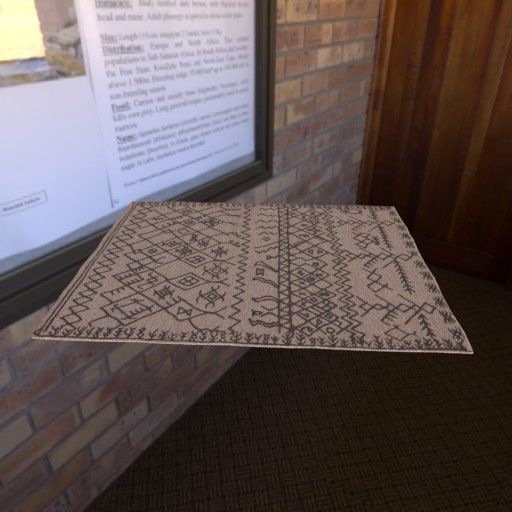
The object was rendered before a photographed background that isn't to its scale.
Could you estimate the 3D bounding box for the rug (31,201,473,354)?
[{"bbox_3d":[0.000,0.000,3.272,2.455,0.025,1.964,1,30,3],"label":"rug"}]
